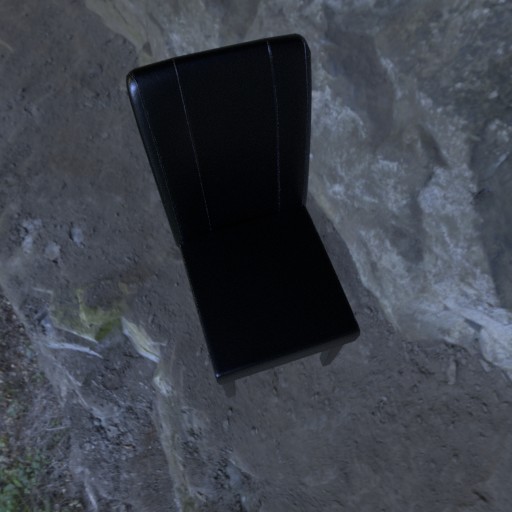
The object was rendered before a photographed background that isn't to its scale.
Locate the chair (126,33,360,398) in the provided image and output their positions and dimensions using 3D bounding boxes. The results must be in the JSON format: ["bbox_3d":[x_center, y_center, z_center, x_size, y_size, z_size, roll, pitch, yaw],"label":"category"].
[{"bbox_3d":[0.000,0.000,1.196,0.399,0.897,0.556,-16,65,-8],"label":"chair"}]
